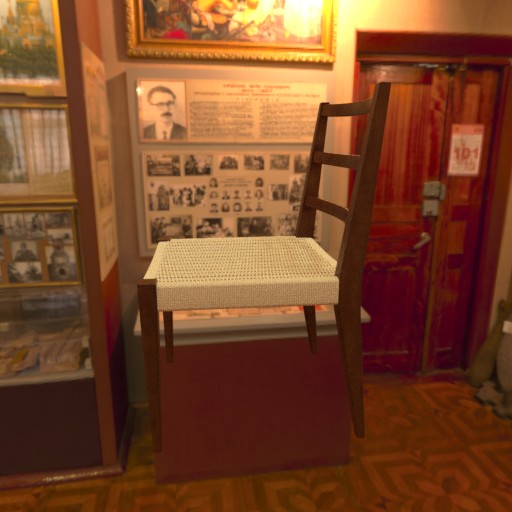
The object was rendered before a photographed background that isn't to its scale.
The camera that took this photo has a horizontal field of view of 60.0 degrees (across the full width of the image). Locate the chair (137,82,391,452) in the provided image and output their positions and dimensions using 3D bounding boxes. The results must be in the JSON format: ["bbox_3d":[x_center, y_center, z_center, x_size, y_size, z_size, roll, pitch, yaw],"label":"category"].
[{"bbox_3d":[0.000,0.000,1.174,0.551,0.813,0.480,-2,14,-7],"label":"chair"}]
